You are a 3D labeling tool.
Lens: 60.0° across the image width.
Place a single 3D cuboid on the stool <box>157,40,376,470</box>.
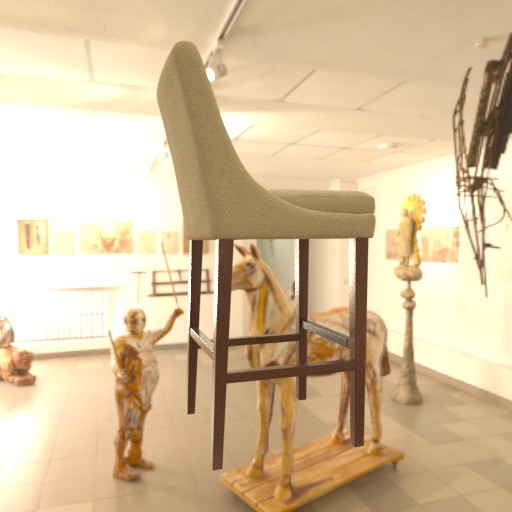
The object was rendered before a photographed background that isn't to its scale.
[{"bbox_3d":[0.000,0.000,1.364,0.577,1.078,0.470,-1,2,-18],"label":"stool"}]
